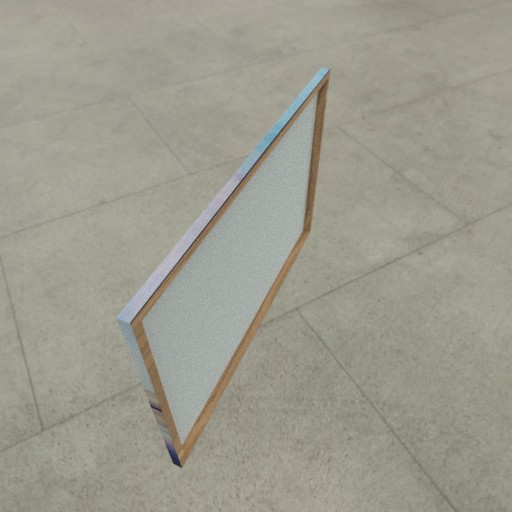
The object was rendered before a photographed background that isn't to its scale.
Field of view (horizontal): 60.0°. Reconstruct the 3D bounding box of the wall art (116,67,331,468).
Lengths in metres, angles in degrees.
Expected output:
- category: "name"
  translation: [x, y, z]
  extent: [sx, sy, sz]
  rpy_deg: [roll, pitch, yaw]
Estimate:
- category: "wall art"
  translation: [0.000, 0.000, 0.755]
  extent: [0.018, 0.402, 0.604]
  rpy_deg: [18, 49, 17]
